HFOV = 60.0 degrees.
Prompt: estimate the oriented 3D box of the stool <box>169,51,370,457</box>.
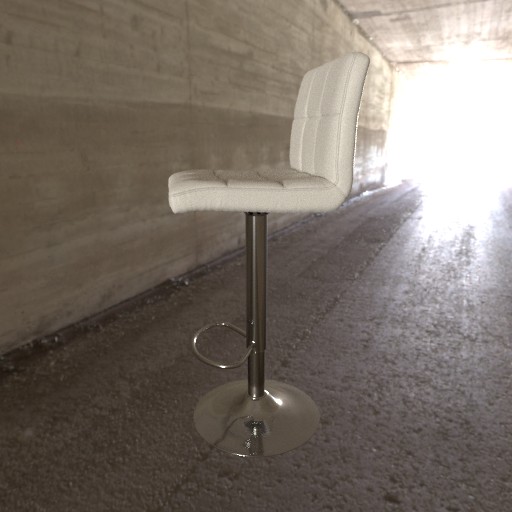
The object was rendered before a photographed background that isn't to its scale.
[{"bbox_3d":[0.000,0.000,1.356,0.505,1.115,0.430,-3,16,-10],"label":"stool"}]
